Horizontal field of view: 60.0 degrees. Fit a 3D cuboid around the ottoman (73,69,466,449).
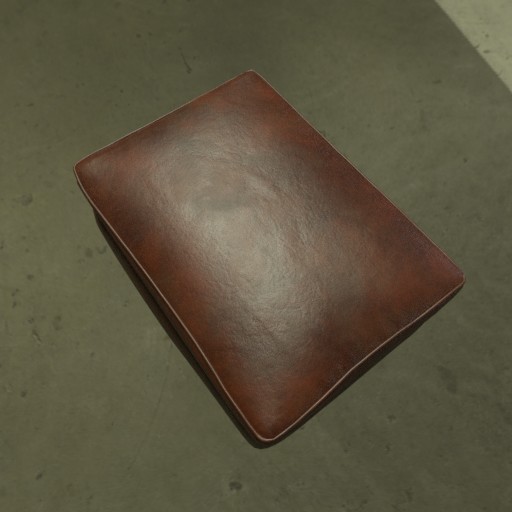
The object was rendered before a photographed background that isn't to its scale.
[{"bbox_3d":[0.000,0.000,0.977,0.501,0.432,0.665,-34,69,-15],"label":"ottoman"}]
